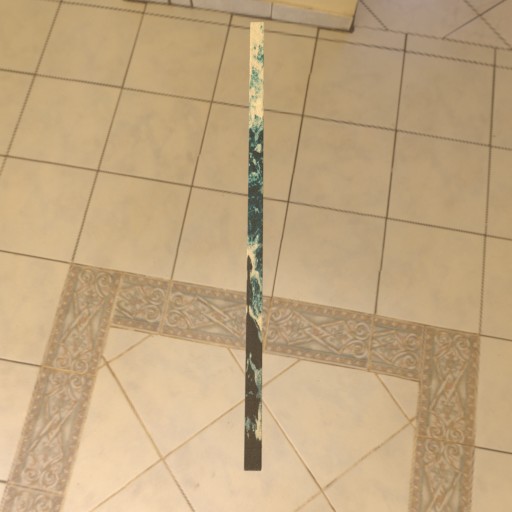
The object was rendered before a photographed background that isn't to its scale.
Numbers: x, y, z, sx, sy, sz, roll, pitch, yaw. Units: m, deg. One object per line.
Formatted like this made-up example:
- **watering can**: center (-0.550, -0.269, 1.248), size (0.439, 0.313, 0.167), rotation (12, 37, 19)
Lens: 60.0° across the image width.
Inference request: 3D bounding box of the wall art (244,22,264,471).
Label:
- **wall art**: center (0.000, 0.000, 1.933), size (0.055, 1.017, 1.524), rotation (1, 75, 0)
